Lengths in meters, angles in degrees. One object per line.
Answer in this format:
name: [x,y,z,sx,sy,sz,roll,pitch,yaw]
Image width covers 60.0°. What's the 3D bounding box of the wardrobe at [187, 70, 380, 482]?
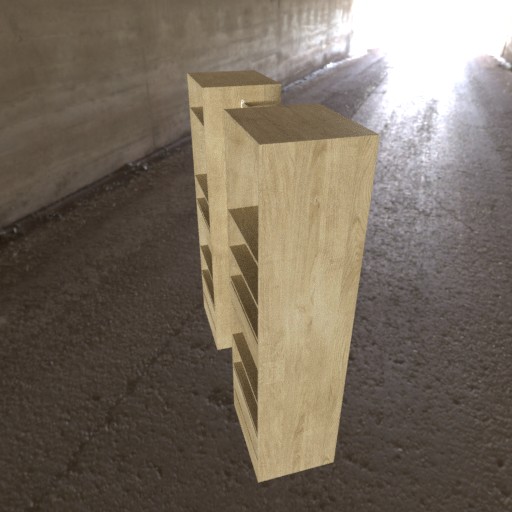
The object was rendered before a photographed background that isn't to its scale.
wardrobe: [0.000,0.000,2.880,0.480,2.000,1.770,-8,31,-14]
